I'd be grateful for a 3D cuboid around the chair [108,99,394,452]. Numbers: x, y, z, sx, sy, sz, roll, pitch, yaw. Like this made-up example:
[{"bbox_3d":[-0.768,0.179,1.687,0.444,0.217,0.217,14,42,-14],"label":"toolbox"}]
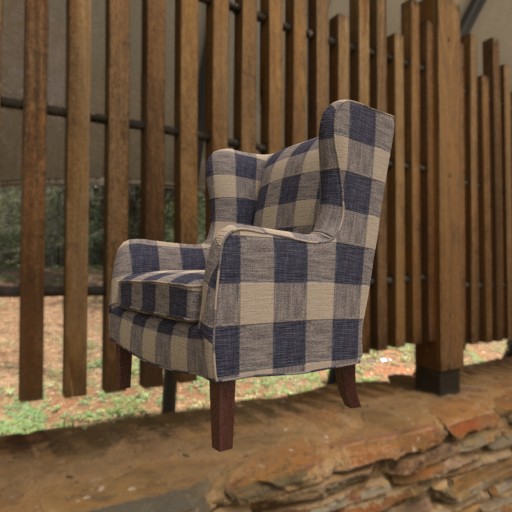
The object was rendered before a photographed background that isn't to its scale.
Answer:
[{"bbox_3d":[0.000,0.000,1.705,0.889,1.041,0.830,1,-2,-36],"label":"chair"}]
